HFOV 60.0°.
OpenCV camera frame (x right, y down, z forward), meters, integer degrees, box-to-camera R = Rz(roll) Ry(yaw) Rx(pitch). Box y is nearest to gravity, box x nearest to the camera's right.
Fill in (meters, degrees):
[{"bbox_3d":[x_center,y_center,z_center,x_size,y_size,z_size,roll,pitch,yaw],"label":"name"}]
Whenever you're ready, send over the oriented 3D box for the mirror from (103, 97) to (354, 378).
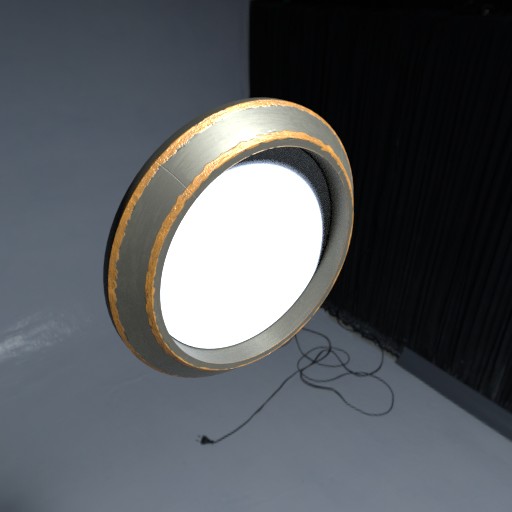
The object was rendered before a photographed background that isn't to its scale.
[{"bbox_3d":[0.000,0.000,1.355,0.907,0.907,0.111,-22,38,-31],"label":"mirror"}]
